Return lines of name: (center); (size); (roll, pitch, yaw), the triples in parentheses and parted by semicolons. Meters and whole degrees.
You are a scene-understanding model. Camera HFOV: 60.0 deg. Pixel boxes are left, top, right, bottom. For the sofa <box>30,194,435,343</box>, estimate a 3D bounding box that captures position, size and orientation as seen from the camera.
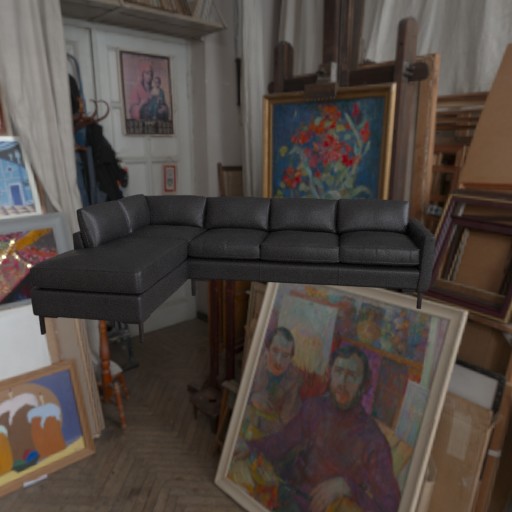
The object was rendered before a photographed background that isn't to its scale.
sofa: (0.000, 0.000, 3.833); (2.984, 0.877, 1.938); (2, 14, 10)
